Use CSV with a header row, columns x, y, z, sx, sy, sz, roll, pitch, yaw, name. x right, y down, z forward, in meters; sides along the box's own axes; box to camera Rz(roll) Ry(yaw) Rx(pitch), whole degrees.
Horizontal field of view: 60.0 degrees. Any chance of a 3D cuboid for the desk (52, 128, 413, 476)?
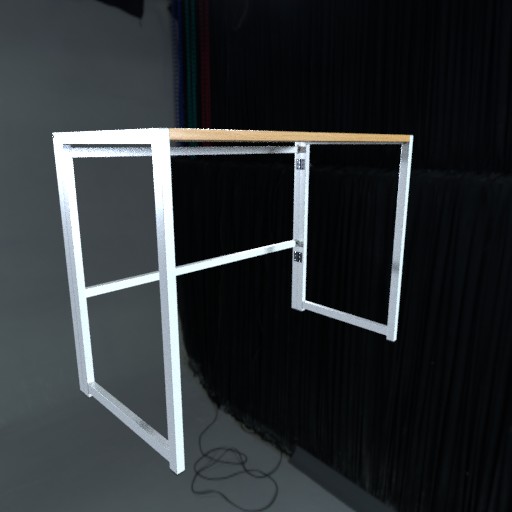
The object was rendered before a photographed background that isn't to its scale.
x,y,z,sx,sy,sz,roll,pitch,yaw,name
0.000,0.000,1.434,1.016,0.762,0.508,-14,20,-43,desk
